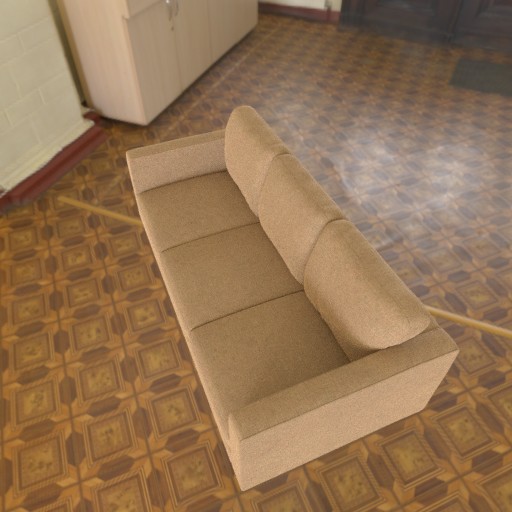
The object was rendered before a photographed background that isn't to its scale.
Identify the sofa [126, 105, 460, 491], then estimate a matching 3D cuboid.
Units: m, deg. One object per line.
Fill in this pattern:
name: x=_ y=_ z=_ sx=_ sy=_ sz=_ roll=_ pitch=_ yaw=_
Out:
sofa: x=0.000 y=0.000 z=2.288 sx=0.930 sy=0.800 sz=1.855 roll=-17 pitch=49 yaw=-16
